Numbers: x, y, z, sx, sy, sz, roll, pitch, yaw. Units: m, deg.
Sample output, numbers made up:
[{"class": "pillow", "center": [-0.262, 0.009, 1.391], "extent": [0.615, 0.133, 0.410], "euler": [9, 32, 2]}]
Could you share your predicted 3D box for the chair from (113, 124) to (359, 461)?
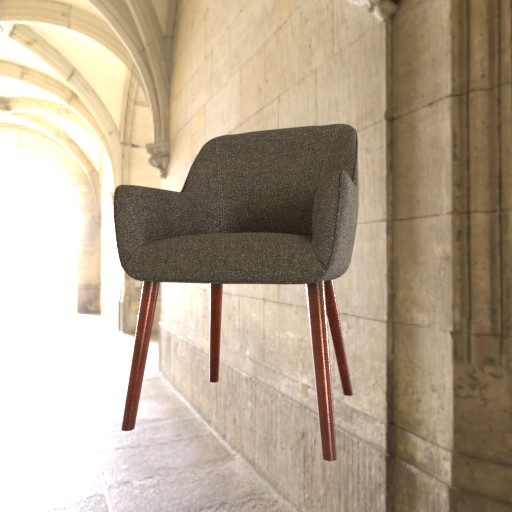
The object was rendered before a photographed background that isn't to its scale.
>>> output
[{"class": "chair", "center": [0.000, 0.000, 1.174], "extent": [0.543, 0.803, 0.519], "euler": [0, -1, 19]}]
